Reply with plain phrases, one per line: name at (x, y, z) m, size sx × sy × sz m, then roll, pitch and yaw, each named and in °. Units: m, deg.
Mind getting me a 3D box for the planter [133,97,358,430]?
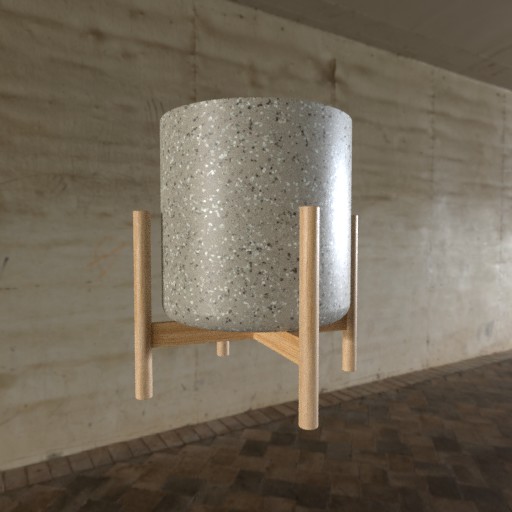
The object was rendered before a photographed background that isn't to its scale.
planter at (0.000, 0.000, 0.725) m, size 0.360 × 0.419 × 0.360 m, roll 0°, pitch 3°, yaw 1°
